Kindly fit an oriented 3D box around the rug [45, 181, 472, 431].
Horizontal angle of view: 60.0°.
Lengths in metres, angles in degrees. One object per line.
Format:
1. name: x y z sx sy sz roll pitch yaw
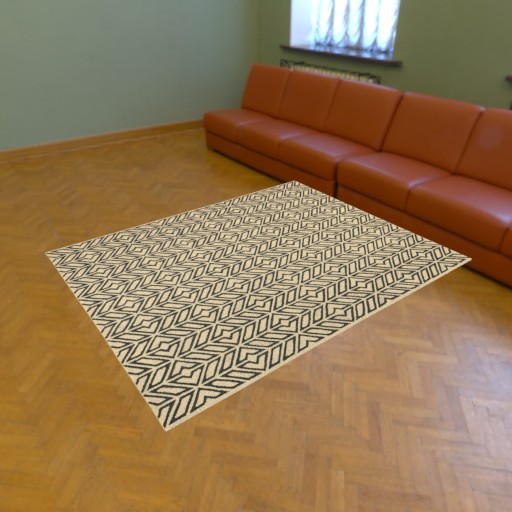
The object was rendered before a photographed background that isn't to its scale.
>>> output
1. rug: 0.000 0.000 4.034 3.045 0.008 2.421 -21 36 -31
